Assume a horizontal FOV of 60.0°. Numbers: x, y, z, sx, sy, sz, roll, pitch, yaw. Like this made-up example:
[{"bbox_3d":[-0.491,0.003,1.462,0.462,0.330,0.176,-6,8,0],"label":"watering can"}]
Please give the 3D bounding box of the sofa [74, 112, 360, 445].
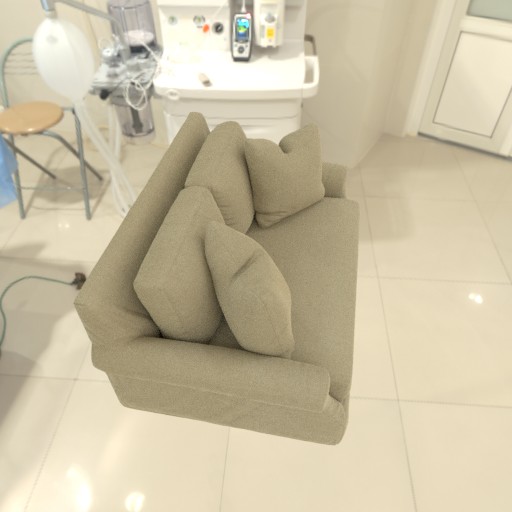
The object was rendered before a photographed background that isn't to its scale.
[{"bbox_3d":[0.000,0.000,2.231,1.070,0.905,1.550,8,46,8],"label":"sofa"}]
